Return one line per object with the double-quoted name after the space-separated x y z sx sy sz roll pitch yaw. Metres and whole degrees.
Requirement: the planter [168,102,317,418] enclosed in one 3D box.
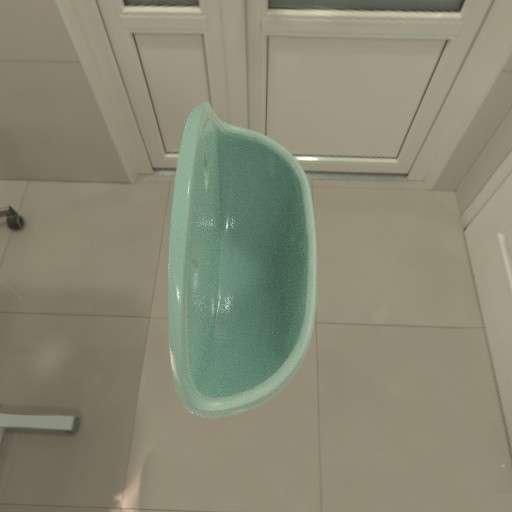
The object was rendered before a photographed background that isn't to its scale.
0.000 0.000 0.271 0.073 0.164 0.189 2 63 1 "planter"
